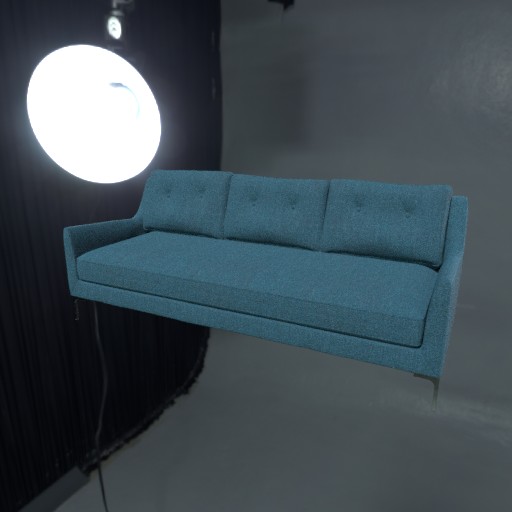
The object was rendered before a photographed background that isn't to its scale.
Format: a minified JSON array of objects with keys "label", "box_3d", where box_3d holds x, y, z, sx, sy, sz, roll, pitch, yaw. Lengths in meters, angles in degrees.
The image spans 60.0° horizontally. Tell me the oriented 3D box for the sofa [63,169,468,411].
[{"label":"sofa","box_3d":[0.000,0.000,2.450,2.060,0.837,0.849,8,18,25]}]
